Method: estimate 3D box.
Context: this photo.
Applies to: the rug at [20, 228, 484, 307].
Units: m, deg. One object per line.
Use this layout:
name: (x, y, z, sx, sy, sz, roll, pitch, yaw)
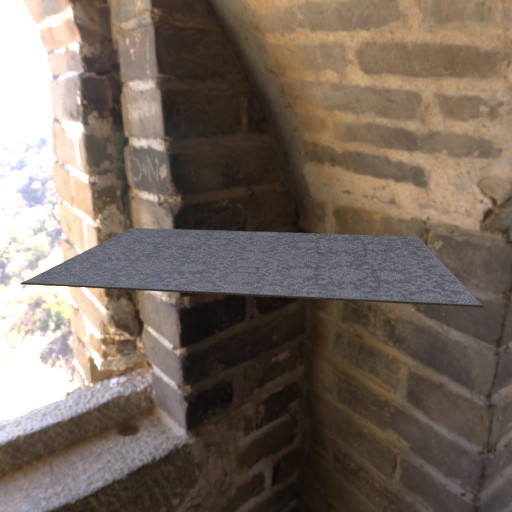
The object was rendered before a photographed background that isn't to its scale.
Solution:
rug: (0.000, 0.000, 3.020, 2.430, 0.010, 1.515, 2, 16, 8)
